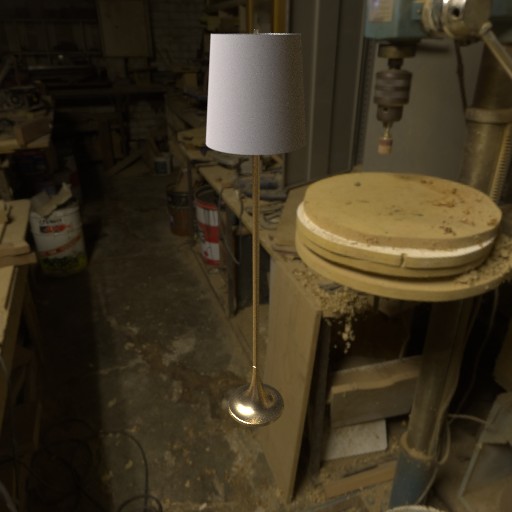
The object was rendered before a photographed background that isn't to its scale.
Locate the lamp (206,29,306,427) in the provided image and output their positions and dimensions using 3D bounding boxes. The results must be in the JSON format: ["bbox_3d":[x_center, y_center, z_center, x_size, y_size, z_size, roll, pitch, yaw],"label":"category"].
[{"bbox_3d":[0.000,0.000,1.697,0.337,1.543,0.337,0,27,0],"label":"lamp"}]
